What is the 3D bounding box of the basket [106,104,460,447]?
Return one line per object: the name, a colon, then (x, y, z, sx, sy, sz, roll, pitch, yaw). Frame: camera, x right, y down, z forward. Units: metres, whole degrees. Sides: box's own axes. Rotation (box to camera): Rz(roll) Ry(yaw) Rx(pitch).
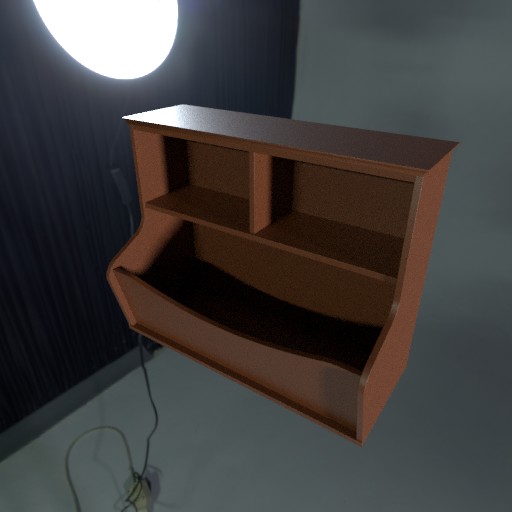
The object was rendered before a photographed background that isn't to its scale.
basket: (0.000, 0.000, 1.150, 0.792, 0.625, 0.376, 18, 34, 30)
